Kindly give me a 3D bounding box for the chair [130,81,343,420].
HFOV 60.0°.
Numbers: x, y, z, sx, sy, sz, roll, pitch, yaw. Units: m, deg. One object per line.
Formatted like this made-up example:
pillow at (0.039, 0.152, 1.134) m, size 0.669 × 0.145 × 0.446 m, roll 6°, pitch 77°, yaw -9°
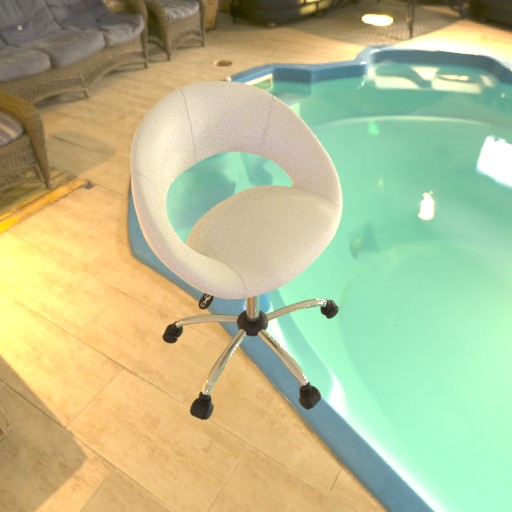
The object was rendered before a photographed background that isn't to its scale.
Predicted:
chair at (0.000, 0.000, 1.178) m, size 0.538 × 0.791 × 0.612 m, roll 27°, pitch 48°, yaw 28°
